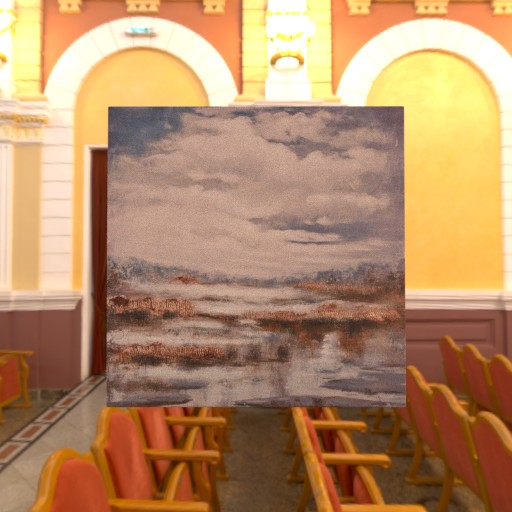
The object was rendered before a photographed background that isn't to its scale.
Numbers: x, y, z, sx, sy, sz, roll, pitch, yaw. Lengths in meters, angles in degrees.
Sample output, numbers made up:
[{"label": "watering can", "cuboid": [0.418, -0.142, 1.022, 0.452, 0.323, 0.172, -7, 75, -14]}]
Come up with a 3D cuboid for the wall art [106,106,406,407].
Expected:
[{"label": "wall art", "cuboid": [0.000, 0.000, 1.519, 1.010, 1.020, 0.040, 0, -1, 0]}]
